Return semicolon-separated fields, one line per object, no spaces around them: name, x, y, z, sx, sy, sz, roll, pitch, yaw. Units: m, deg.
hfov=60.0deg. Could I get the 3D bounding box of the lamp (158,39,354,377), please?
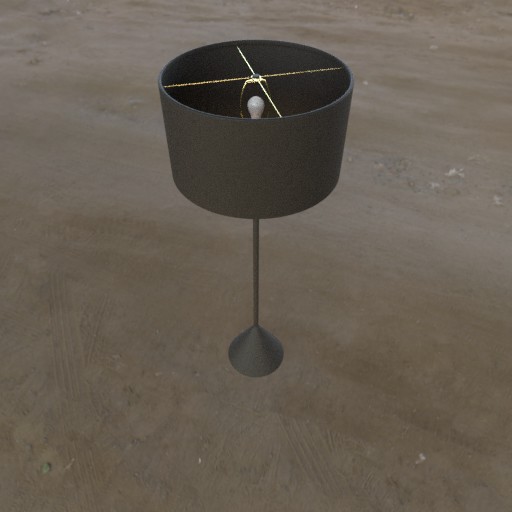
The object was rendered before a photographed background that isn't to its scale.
lamp;0.000;0.000;1.855;0.580;1.526;0.580;-10;45;-10
